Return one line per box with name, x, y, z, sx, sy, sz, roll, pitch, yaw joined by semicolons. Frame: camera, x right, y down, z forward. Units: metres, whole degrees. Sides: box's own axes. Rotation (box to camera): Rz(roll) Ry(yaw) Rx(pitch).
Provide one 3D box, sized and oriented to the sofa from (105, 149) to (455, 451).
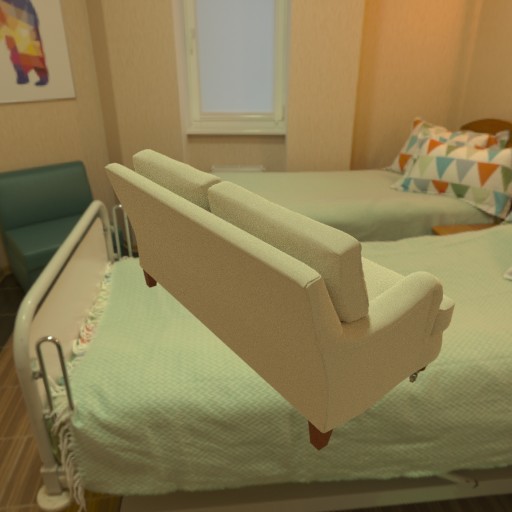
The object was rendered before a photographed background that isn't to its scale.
sofa;0.000;0.000;2.785;1.086;1.087;2.159;-18;31;-32
